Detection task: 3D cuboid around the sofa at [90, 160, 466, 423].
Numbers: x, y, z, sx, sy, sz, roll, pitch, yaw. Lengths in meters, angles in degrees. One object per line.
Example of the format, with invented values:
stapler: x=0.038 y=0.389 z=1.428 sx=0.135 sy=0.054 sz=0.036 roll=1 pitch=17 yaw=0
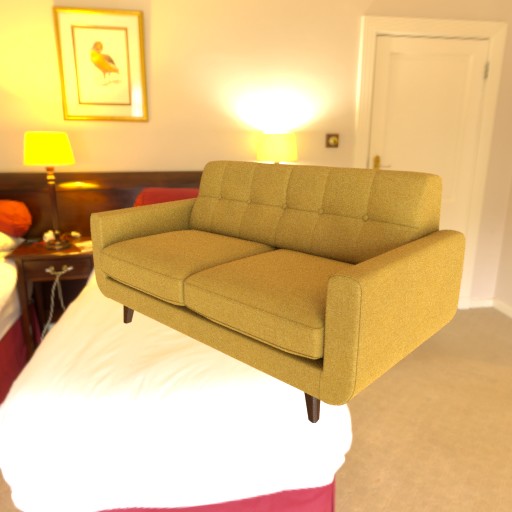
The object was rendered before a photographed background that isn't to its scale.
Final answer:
sofa: x=0.000 y=0.000 z=2.145 sx=1.631 sy=0.841 sz=0.909 roll=14 pitch=21 yaw=41
